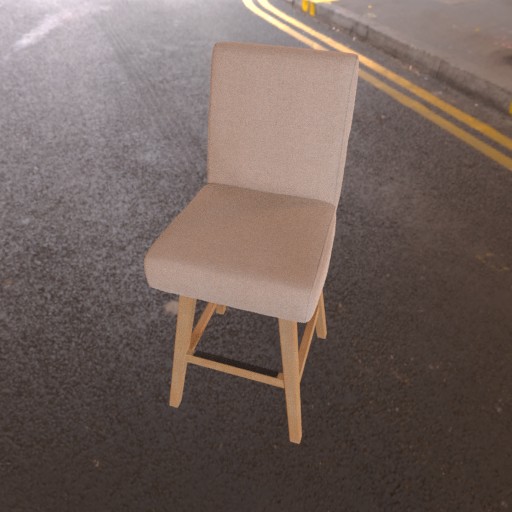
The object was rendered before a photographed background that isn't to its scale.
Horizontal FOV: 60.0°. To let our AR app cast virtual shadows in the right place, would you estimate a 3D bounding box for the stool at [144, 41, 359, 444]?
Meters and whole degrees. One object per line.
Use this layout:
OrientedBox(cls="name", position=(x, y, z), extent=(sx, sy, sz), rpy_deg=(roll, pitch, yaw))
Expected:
OrientedBox(cls="stool", position=(0.000, 0.000, 1.287), extent=(0.446, 1.015, 0.543), rpy_deg=(12, 42, 13))
